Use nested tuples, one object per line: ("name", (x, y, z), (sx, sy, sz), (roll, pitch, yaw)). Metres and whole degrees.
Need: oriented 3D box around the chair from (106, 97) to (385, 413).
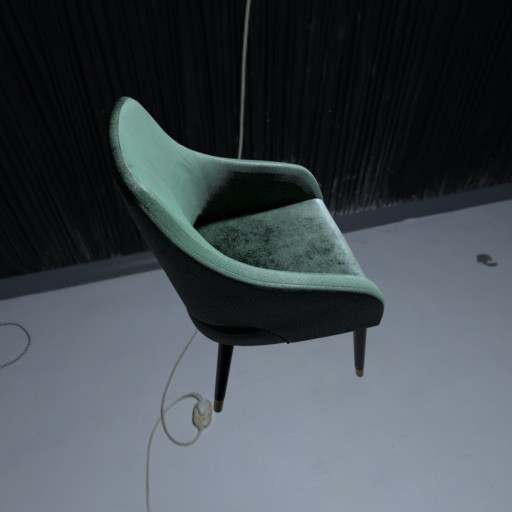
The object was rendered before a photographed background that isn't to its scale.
("chair", (0.000, 0.000, 1.578), (0.794, 1.081, 0.683), (-10, 47, -10))
